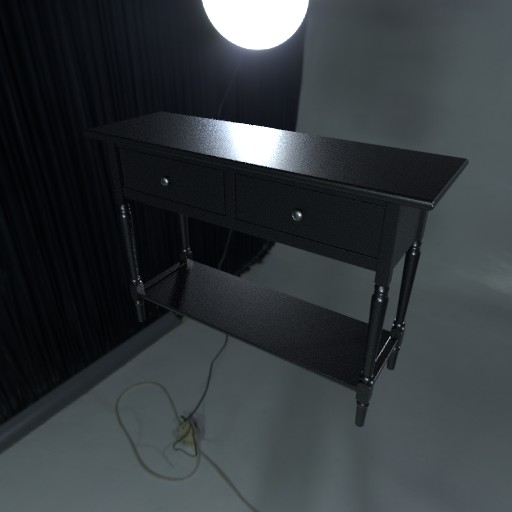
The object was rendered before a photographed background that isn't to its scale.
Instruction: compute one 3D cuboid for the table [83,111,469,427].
[{"bbox_3d":[0.000,0.000,1.597,1.191,0.819,0.386,18,34,29],"label":"table"}]
